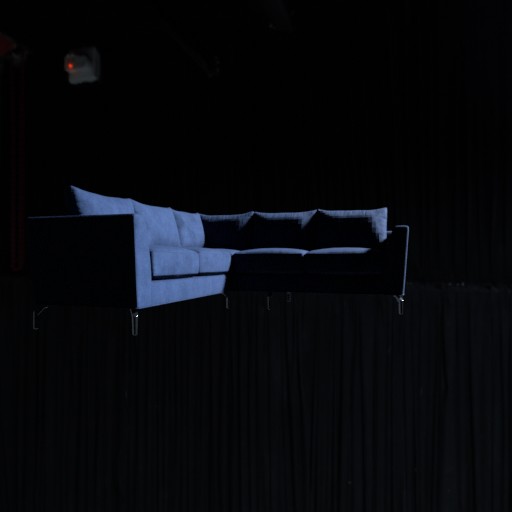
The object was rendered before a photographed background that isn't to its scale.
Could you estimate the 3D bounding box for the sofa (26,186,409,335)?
[{"bbox_3d":[0.000,0.000,3.760,2.463,0.988,2.472,0,0,18],"label":"sofa"}]
